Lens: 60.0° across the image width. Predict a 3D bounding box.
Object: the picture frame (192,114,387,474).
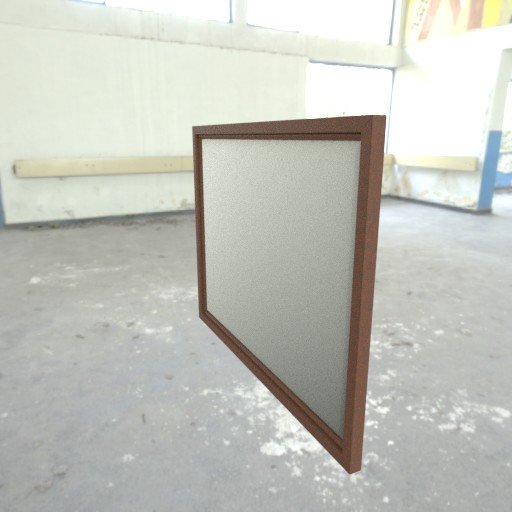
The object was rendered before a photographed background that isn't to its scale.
[{"bbox_3d":[0.000,0.000,1.763,0.045,1.018,1.329,-7,17,-26],"label":"picture frame"}]
